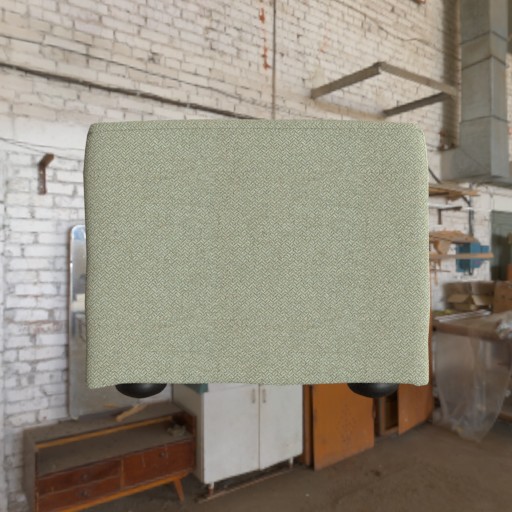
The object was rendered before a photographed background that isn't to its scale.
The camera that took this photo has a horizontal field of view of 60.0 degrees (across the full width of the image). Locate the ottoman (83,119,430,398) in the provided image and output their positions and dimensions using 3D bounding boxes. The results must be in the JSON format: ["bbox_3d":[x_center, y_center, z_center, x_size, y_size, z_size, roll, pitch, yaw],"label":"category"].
[{"bbox_3d":[0.000,0.000,0.900,0.521,0.453,0.512,0,0,0],"label":"ottoman"}]
